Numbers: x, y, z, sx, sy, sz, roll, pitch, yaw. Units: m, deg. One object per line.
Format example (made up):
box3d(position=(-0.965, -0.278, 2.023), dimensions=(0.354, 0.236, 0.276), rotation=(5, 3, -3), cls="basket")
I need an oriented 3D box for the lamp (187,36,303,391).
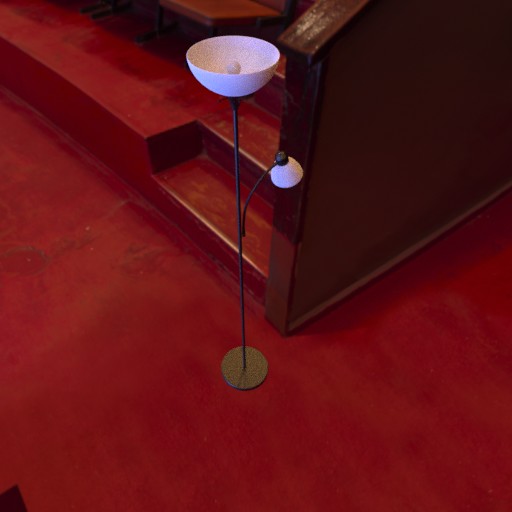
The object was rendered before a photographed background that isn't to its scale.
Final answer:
box3d(position=(0.000, 0.000, 1.966), dimensions=(0.442, 1.804, 0.279), rotation=(-31, 54, -26), cls="lamp")
